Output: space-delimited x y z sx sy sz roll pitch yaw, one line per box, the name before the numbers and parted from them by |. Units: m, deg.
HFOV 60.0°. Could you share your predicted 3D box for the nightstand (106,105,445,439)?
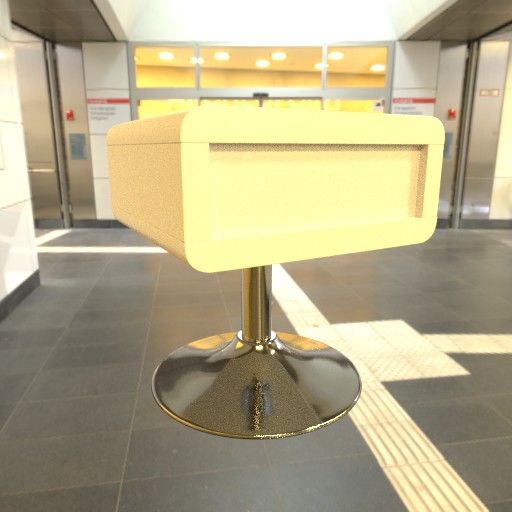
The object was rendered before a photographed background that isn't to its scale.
nightstand | 0.000 0.000 0.762 0.399 0.447 0.404 -7 15 -28
